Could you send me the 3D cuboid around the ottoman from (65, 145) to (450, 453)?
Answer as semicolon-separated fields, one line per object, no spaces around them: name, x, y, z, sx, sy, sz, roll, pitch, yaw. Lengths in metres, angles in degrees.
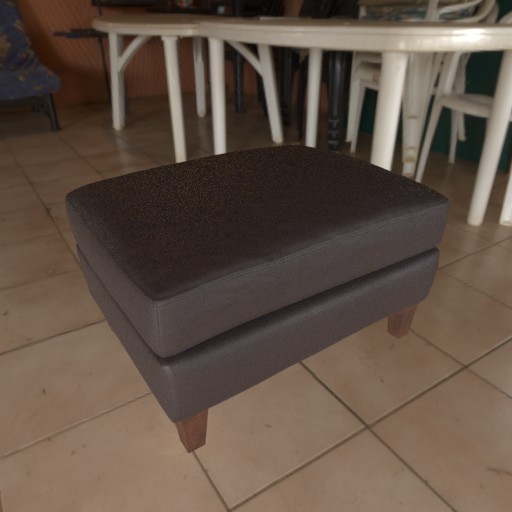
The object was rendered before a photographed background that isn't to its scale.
ottoman;0.000;0.000;1.278;0.887;0.529;0.659;-18;34;-29
